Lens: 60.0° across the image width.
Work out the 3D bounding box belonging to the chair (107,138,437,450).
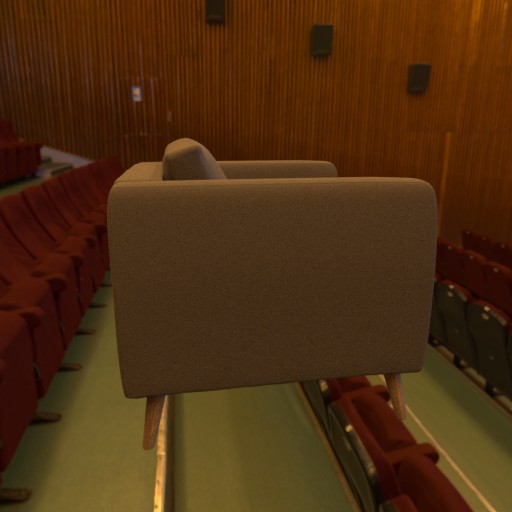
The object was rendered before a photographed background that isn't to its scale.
[{"bbox_3d":[0.000,0.000,1.684,0.930,0.860,1.000,-3,16,-10],"label":"chair"}]
